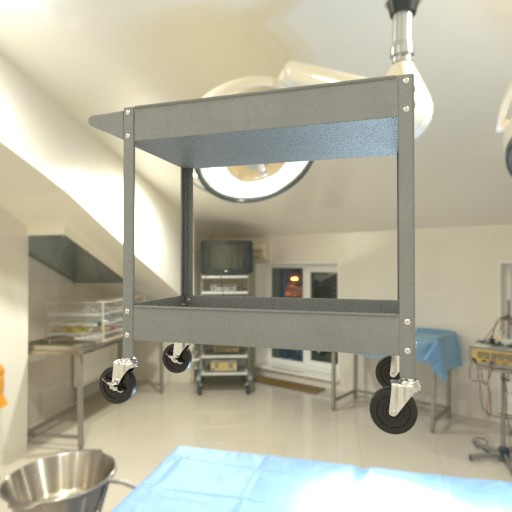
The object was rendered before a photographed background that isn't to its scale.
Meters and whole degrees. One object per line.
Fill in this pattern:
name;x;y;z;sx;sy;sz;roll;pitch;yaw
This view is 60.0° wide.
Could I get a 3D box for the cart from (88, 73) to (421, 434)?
cart;0.000;0.000;1.141;0.779;0.719;0.366;0;-1;17
